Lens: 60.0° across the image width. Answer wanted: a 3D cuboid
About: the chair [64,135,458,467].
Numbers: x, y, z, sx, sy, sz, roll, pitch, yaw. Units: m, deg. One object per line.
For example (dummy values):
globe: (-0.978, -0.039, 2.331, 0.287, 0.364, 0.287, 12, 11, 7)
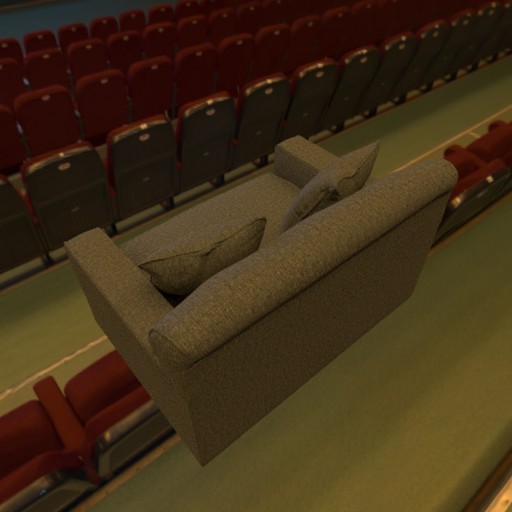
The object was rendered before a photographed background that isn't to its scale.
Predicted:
chair: (0.000, 0.000, 2.043, 1.383, 0.948, 1.000, -31, 53, -27)
